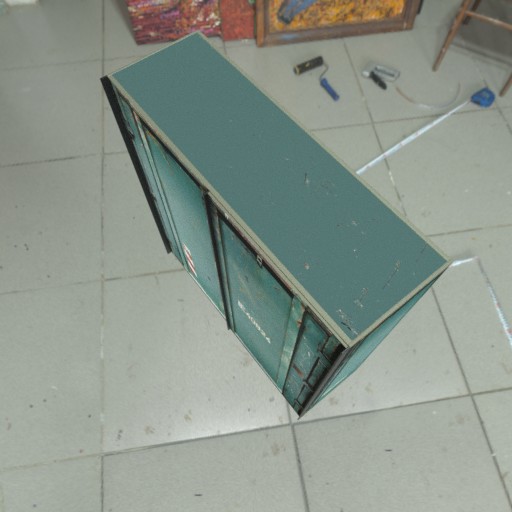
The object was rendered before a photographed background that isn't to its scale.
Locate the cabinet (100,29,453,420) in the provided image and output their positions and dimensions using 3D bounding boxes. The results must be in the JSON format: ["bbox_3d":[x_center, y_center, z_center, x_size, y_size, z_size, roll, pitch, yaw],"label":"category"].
[{"bbox_3d":[0.000,0.000,3.206,0.680,2.160,2.000,-35,68,-16],"label":"cabinet"}]
